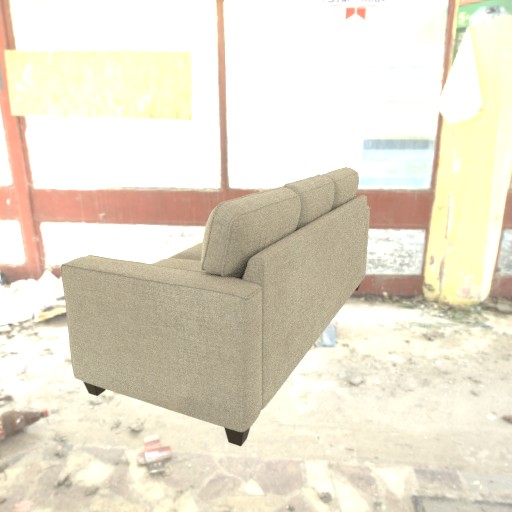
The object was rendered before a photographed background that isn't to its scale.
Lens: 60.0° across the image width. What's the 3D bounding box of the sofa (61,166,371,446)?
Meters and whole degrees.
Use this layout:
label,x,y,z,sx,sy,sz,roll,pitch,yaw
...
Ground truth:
label,x,y,z,sx,sy,sz,roll,pitch,yaw
sofa,0.000,0.000,2.702,0.939,0.965,2.133,8,18,25
